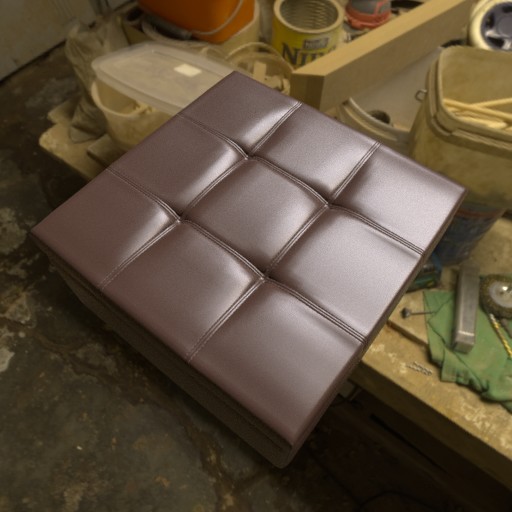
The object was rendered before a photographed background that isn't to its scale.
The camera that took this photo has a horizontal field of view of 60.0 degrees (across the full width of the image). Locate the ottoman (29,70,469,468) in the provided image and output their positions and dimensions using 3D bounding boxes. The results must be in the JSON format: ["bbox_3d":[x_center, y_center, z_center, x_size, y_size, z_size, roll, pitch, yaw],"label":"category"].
[{"bbox_3d":[0.000,0.000,1.267,0.787,0.460,0.788,34,64,19],"label":"ottoman"}]
